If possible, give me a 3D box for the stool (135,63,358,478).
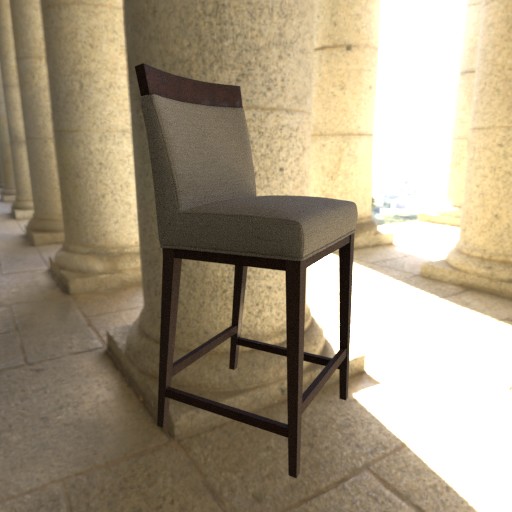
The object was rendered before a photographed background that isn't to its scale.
[{"bbox_3d":[0.000,0.000,1.432,0.531,1.117,0.511,7,15,28],"label":"stool"}]
